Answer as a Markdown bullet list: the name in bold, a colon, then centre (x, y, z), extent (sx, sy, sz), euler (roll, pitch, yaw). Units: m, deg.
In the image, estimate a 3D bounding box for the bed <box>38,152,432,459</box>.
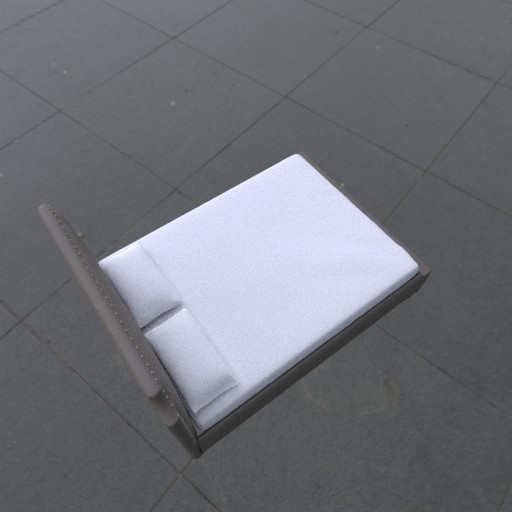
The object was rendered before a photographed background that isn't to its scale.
- **bed**: centre (0.000, 0.000, 3.398), extent (2.372, 1.443, 1.712), euler (-32, 63, -18)
